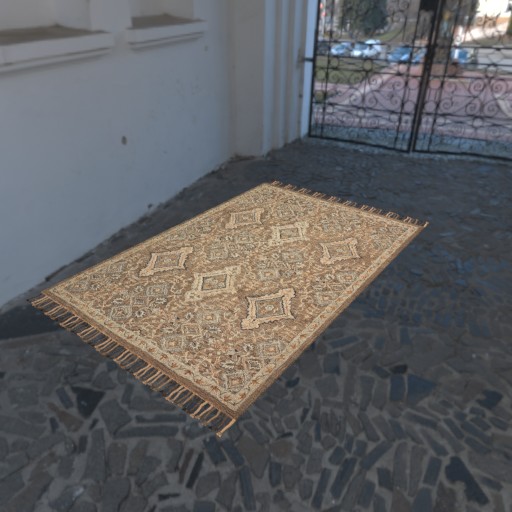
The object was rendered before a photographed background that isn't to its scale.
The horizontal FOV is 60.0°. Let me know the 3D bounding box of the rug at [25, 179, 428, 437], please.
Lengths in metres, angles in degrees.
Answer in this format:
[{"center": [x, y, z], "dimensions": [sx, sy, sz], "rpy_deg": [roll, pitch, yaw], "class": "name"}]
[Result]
[{"center": [0.000, 0.000, 3.007], "dimensions": [1.516, 0.010, 2.434], "rpy_deg": [21, 37, 32], "class": "rug"}]
